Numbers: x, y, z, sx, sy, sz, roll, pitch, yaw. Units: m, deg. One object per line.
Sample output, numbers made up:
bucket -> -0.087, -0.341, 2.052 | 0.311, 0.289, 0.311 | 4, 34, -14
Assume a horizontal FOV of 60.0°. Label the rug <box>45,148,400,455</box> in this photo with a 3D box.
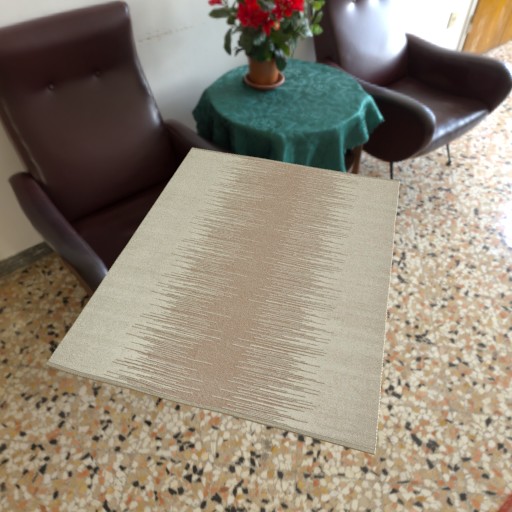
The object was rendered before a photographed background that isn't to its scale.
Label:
rug -> 0.000, 0.000, 4.095 | 2.438, 0.013, 3.048 | 11, 48, 11
